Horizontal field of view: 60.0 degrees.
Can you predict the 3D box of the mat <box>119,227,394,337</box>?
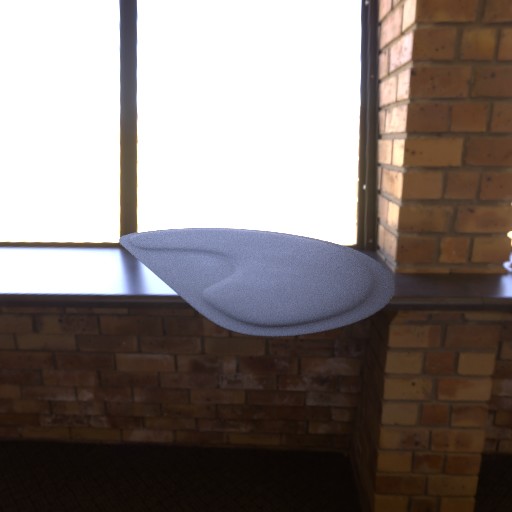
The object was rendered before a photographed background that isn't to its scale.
[{"bbox_3d":[0.000,0.000,1.898,0.913,0.013,1.524,-8,17,-28],"label":"mat"}]
